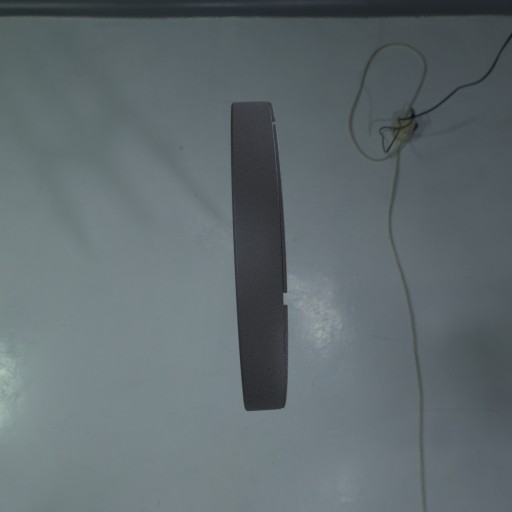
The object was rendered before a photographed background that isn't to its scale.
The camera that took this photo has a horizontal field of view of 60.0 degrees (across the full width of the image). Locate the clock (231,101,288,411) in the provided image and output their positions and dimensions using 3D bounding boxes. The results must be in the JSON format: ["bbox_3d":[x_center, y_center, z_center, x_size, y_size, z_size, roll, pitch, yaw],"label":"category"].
[{"bbox_3d":[0.000,0.000,0.445,0.040,0.293,0.293,-2,75,-1],"label":"clock"}]
